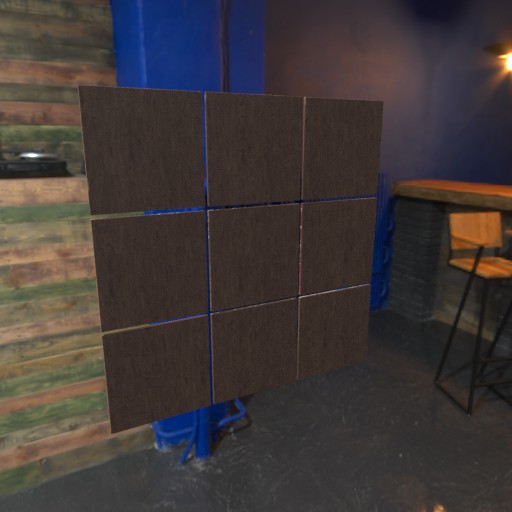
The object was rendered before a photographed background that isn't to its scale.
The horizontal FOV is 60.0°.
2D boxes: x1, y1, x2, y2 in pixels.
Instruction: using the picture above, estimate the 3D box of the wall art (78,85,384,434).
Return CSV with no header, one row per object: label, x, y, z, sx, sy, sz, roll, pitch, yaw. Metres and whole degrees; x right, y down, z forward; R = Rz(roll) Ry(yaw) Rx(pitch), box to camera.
wall art,0.000,0.000,1.764,1.215,1.213,0.013,-8,16,-27
